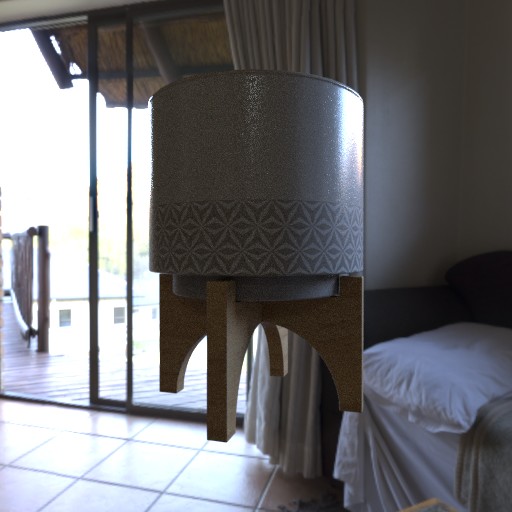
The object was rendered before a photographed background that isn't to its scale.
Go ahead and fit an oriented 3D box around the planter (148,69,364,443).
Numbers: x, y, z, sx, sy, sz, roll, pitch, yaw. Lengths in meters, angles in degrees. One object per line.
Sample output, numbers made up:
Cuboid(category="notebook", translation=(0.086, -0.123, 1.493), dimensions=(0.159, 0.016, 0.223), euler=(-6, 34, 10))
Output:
Cuboid(category="planter", translation=(0.000, 0.000, 0.529), dimensions=(0.249, 0.343, 0.249), euler=(0, 1, 0))
